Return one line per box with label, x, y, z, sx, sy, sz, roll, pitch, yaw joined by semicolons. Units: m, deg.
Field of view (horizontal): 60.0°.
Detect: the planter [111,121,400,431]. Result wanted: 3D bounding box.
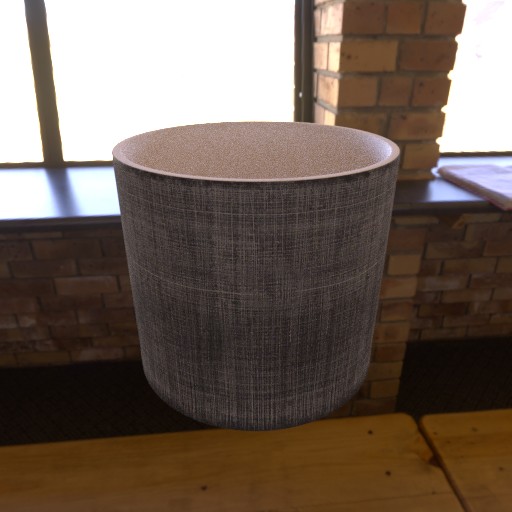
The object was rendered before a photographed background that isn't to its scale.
planter;0.000;0.000;0.396;0.221;0.201;0.221;0;26;0
